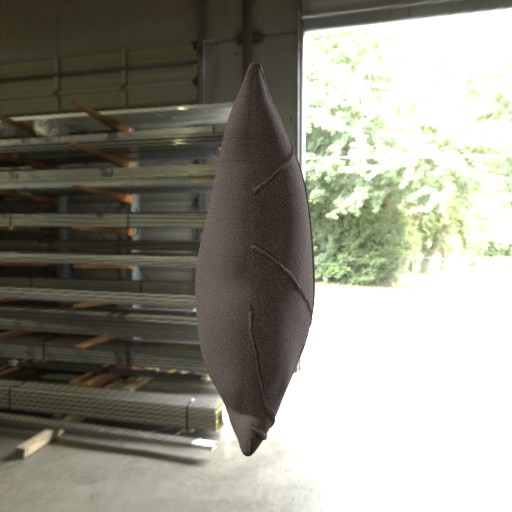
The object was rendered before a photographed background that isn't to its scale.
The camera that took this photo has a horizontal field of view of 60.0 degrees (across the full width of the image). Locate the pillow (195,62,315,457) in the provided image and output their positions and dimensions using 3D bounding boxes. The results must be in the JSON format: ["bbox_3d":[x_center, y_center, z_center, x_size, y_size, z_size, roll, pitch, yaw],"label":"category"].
[{"bbox_3d":[0.000,0.000,0.702,0.185,0.440,0.439,0,1,0],"label":"pillow"}]
